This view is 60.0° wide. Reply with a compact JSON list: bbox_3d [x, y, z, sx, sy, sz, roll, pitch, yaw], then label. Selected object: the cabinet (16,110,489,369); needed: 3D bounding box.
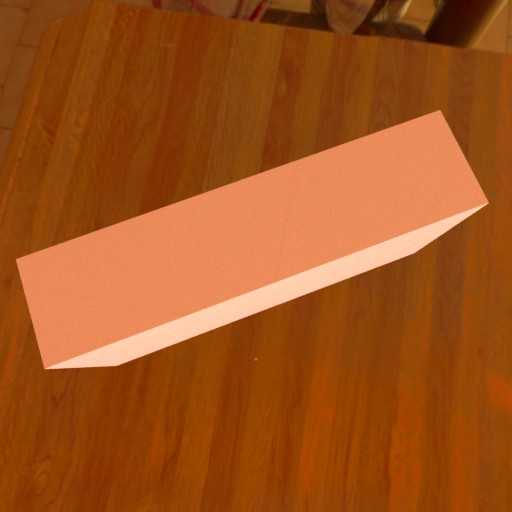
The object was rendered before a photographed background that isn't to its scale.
[{"bbox_3d":[0.000,0.000,1.969,1.650,0.800,0.400,-20,78,-5],"label":"cabinet"}]
